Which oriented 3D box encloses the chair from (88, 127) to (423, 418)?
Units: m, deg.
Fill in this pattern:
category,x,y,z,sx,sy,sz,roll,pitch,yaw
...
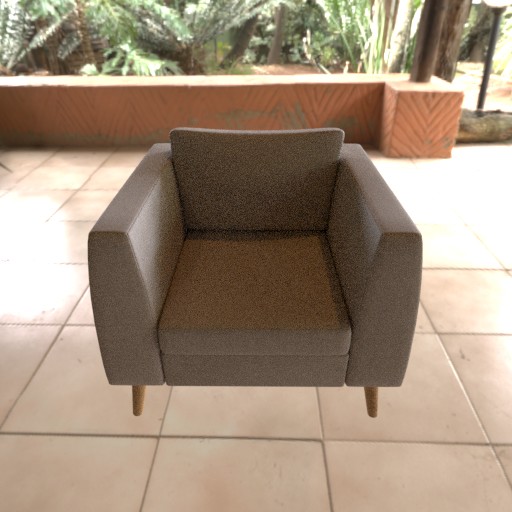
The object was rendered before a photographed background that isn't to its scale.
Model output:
category,x,y,z,sx,sy,sz,roll,pitch,yaw
chair,0.000,0.000,1.748,1.000,0.860,0.930,0,30,0
